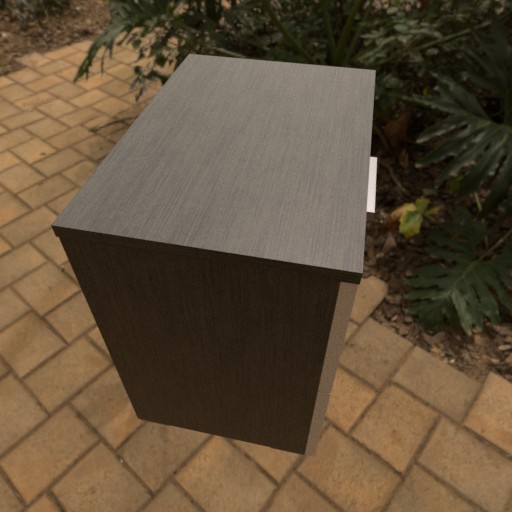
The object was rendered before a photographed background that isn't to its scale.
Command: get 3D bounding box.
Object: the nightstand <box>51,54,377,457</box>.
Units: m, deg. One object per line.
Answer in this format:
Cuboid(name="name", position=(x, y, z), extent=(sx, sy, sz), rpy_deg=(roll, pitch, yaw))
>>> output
Cuboid(name="nightstand", position=(0.000, 0.000, 0.735), extent=(0.325, 0.460, 0.441), rpy_deg=(9, 46, 8))
